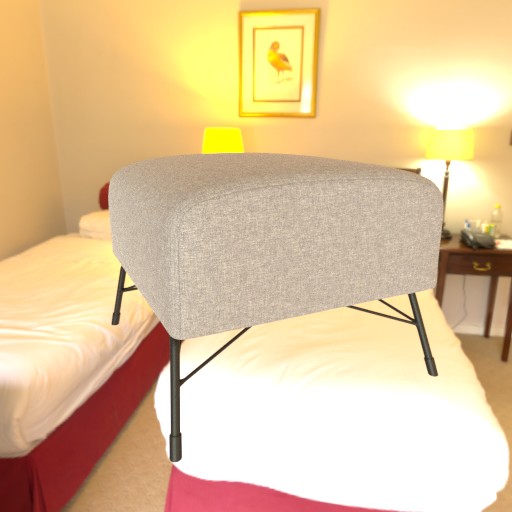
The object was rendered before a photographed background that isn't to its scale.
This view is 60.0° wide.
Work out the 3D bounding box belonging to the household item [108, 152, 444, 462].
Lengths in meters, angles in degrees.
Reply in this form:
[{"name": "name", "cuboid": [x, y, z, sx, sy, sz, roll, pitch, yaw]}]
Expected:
[{"name": "household item", "cuboid": [0.000, 0.000, 0.913, 0.530, 0.410, 0.530, -8, 18, -25]}]
